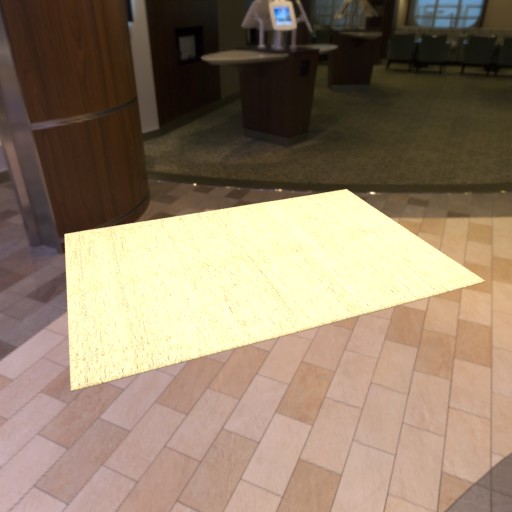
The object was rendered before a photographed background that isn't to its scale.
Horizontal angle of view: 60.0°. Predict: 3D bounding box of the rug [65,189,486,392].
[{"bbox_3d":[0.000,0.000,2.310,1.850,0.015,1.250,-11,32,-18],"label":"rug"}]
